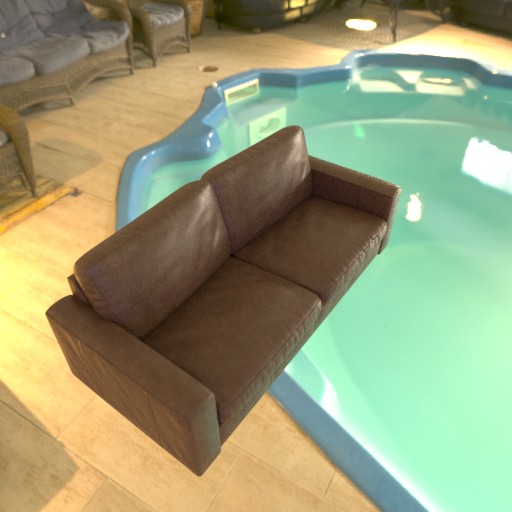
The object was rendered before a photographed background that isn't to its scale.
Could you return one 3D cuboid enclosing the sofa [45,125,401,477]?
[{"bbox_3d":[0.000,0.000,2.708,1.016,0.873,2.179,26,47,27],"label":"sofa"}]
